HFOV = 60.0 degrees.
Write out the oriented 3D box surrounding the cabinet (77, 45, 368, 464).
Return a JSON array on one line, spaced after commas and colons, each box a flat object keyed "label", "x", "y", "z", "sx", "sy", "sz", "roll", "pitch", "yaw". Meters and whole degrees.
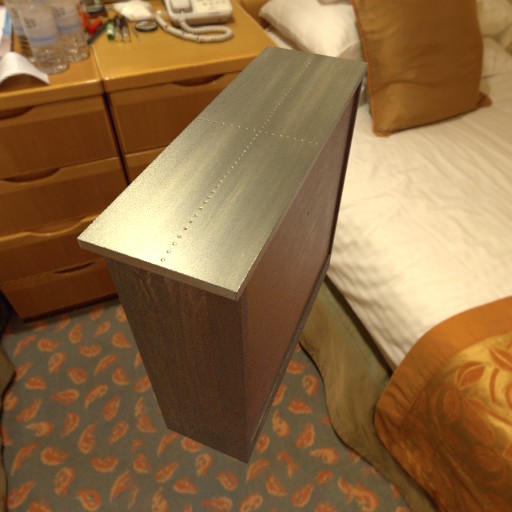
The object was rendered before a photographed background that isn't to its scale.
[{"label": "cabinet", "x": 0.000, "y": 0.000, "z": 1.432, "sx": 0.338, "sy": 0.919, "sz": 0.968, "roll": 17, "pitch": 49, "yaw": 15}]
